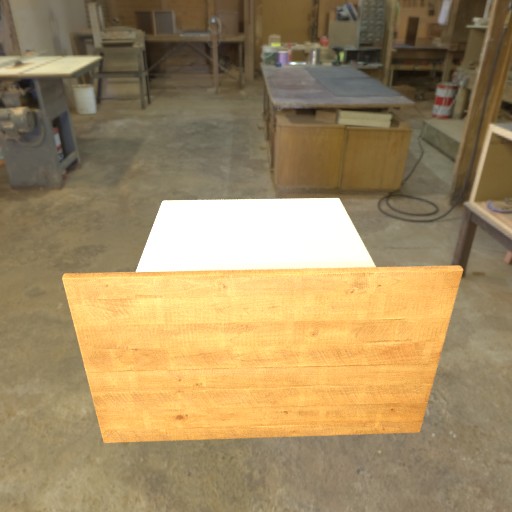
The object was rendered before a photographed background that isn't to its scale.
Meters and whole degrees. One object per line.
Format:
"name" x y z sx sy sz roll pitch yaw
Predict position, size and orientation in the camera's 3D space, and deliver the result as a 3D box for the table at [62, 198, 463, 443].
"table" 0.000 0.000 3.069 1.707 1.041 2.149 -1 29 -2
